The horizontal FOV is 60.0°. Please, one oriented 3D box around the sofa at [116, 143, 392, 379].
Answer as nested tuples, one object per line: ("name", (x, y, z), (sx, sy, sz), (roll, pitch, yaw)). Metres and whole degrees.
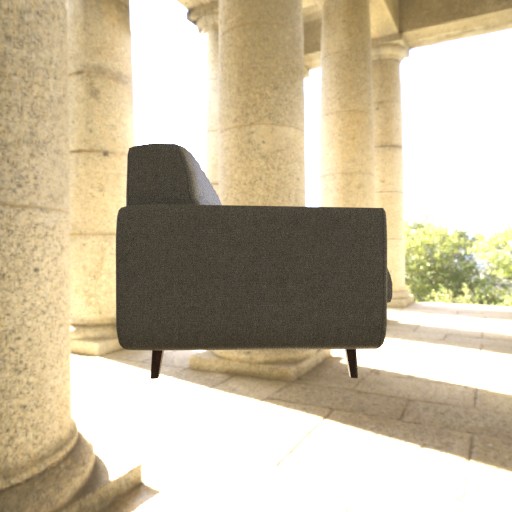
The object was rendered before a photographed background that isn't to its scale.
("sofa", (0.000, 0.000, 2.495), (0.968, 0.873, 2.055), (0, 1, -1))
